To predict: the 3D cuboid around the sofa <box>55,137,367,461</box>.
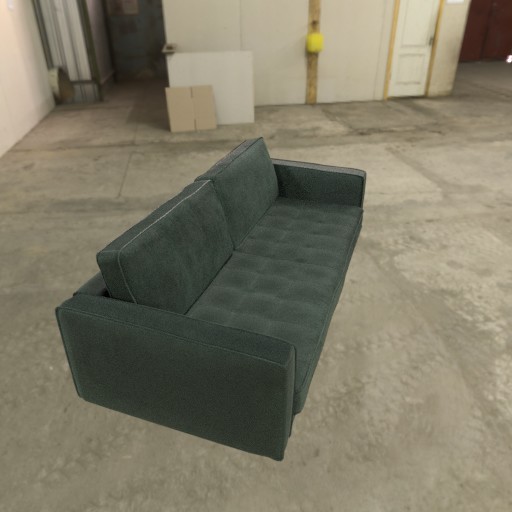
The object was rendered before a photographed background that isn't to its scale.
[{"bbox_3d":[0.000,0.000,2.234,0.886,0.781,1.816,10,32,17],"label":"sofa"}]
